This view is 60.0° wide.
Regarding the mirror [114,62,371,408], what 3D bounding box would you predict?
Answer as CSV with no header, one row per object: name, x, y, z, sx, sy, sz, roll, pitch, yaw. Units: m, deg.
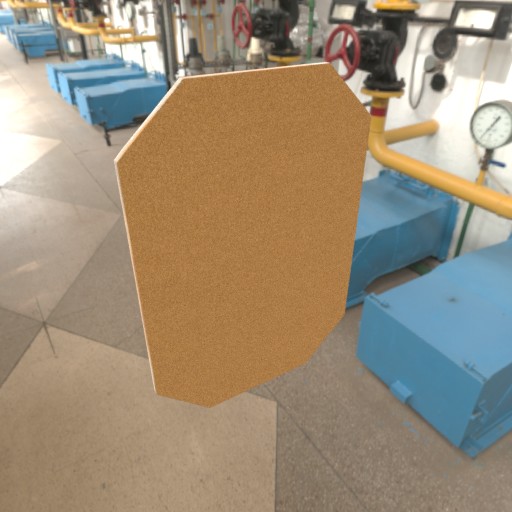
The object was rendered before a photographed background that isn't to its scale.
mirror,0.000,0.000,1.285,0.709,1.015,0.061,-18,36,-26
